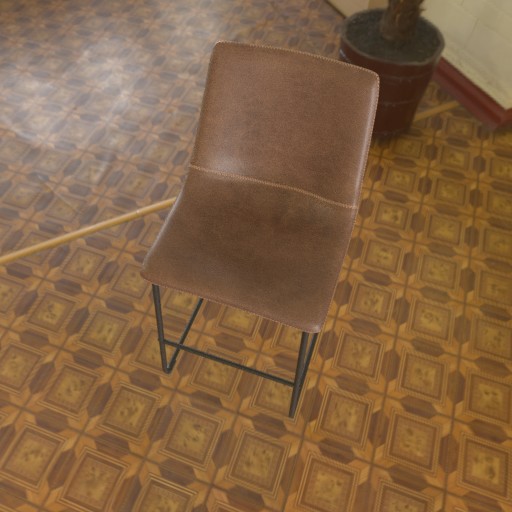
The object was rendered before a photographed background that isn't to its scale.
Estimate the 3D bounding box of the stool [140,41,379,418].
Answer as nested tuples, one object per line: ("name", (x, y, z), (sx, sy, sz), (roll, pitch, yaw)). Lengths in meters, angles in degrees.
("stool", (0.000, 0.000, 1.211), (0.460, 0.890, 0.550), (16, 58, 10))
